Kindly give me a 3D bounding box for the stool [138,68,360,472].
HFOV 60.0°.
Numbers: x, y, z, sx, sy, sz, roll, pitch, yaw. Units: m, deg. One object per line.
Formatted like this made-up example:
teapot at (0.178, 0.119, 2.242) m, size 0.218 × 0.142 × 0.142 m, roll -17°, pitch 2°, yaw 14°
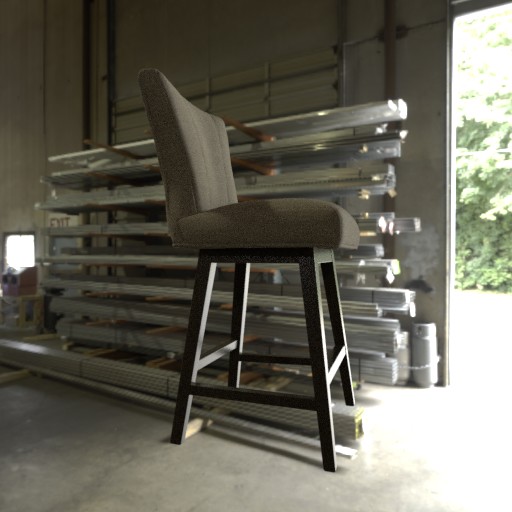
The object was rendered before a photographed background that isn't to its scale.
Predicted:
stool at (0.000, 0.000, 1.335) m, size 0.574 × 1.000 × 0.514 m, roll 0°, pitch 0°, yaw 18°
